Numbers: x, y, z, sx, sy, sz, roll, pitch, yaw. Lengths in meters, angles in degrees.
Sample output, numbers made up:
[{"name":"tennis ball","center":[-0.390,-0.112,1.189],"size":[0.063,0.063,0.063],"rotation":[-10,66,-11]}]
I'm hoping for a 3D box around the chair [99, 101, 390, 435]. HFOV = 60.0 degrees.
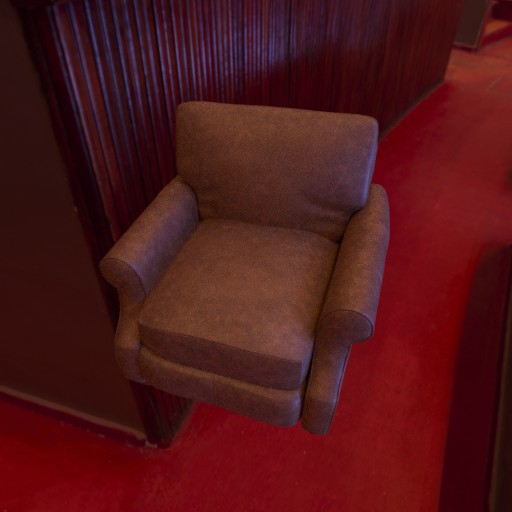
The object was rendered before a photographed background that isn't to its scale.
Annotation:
[{"name":"chair","center":[0.000,0.000,1.790],"size":[0.996,0.976,1.002],"rotation":[11,41,13]}]
